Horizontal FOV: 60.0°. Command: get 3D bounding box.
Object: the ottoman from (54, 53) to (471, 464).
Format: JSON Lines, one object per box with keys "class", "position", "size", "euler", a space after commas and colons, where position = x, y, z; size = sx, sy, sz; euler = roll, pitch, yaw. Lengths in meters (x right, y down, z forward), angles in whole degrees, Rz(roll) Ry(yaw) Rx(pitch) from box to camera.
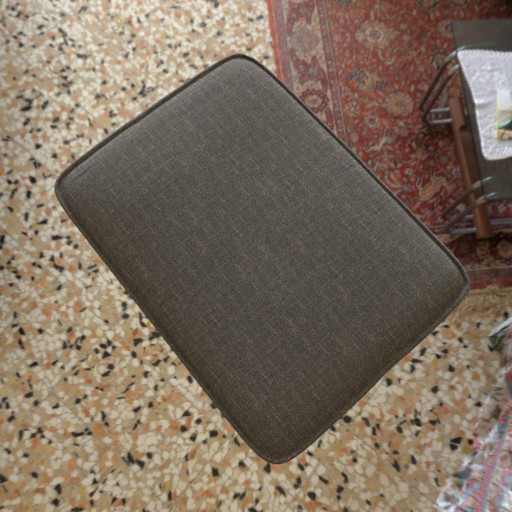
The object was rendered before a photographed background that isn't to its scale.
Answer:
{"class": "ottoman", "position": [0.000, 0.000, 1.071], "size": [0.549, 0.450, 0.749], "euler": [-39, 78, -10]}
